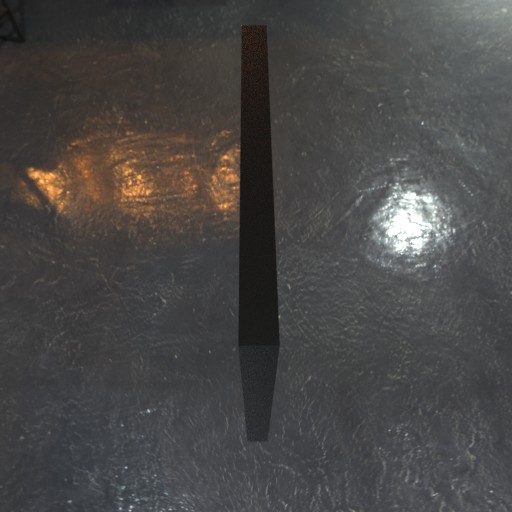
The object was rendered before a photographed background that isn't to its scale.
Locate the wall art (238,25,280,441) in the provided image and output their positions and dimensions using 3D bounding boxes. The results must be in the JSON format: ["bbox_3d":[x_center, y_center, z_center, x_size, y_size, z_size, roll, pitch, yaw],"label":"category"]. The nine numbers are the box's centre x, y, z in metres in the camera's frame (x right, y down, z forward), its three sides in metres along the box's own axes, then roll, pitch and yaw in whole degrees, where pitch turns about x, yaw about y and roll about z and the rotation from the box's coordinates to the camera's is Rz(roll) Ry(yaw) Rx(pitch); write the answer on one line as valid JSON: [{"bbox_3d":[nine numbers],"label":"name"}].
[{"bbox_3d":[0.000,0.000,0.751,0.038,0.506,0.506,-1,58,0],"label":"wall art"}]
